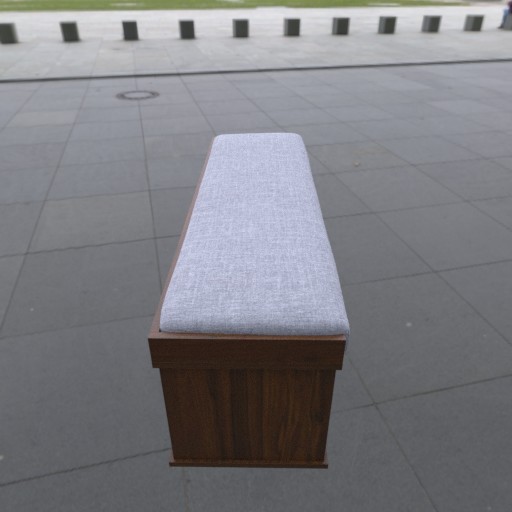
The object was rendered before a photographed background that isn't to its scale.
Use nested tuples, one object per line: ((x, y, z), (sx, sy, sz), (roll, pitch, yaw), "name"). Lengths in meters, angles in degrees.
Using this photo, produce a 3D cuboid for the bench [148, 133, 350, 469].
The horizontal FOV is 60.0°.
((0.000, 0.000, 1.394), (0.367, 0.468, 1.196), (0, 32, 1), "bench")
